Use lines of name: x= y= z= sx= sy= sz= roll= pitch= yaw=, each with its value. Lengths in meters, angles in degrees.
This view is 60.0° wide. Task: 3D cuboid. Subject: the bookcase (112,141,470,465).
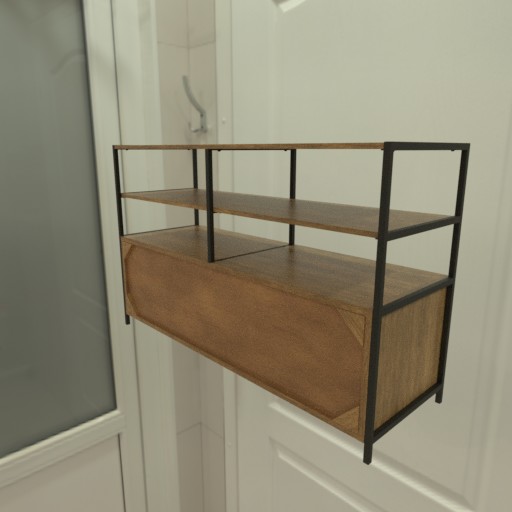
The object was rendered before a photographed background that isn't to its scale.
bookcase: x=0.000 y=0.000 z=1.456 sx=0.391 sy=0.712 sz=1.149 roll=-13 pitch=18 yaw=-42
